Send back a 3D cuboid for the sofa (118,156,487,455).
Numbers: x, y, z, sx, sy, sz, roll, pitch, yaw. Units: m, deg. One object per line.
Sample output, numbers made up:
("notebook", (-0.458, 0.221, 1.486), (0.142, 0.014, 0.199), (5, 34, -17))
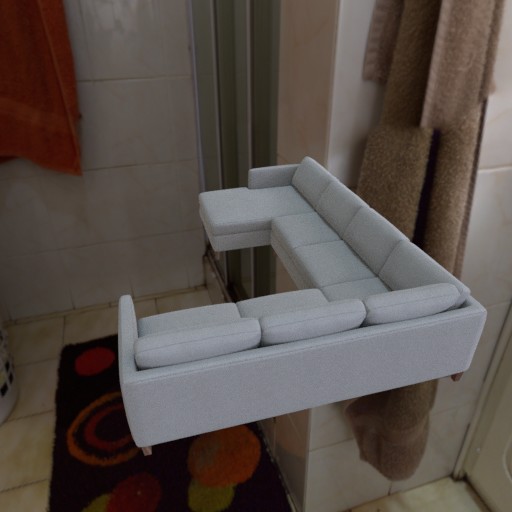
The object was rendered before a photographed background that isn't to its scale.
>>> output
("sofa", (0.000, 0.000, 4.275), (2.551, 0.853, 3.238), (-8, 32, -13))
